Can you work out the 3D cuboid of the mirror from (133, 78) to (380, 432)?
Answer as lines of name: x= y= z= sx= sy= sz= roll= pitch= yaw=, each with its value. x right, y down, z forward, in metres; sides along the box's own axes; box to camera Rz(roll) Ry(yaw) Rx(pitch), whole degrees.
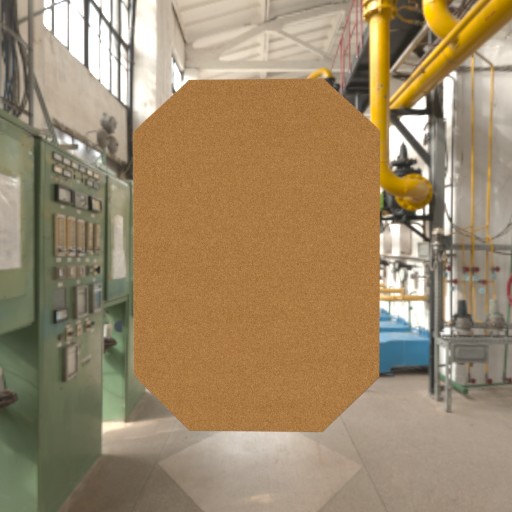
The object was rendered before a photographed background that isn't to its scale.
mirror: x=0.000 y=0.000 z=1.306 sx=0.709 sy=1.015 sz=0.061 roll=0 pitch=1 yaw=1
